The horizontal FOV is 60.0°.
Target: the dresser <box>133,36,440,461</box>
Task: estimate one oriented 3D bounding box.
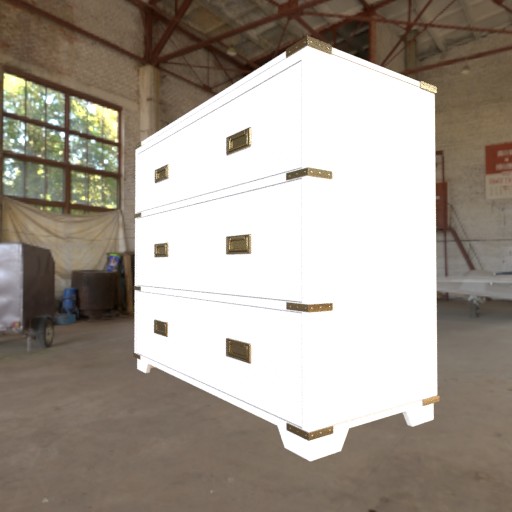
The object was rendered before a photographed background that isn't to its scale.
[{"bbox_3d":[0.000,0.000,1.459,0.460,0.891,1.022,1,-2,-35],"label":"dresser"}]
